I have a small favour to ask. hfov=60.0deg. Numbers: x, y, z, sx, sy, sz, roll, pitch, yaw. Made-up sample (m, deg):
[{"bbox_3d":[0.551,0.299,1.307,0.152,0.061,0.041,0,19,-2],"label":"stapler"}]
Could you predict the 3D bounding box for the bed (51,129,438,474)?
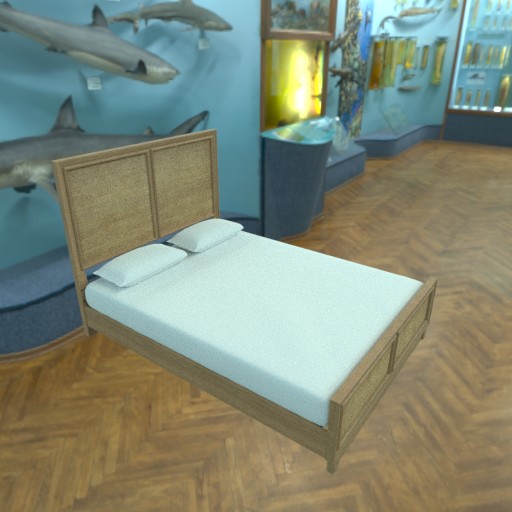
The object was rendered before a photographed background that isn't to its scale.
[{"bbox_3d":[0.000,0.000,3.223,2.184,1.387,1.606,17,30,32],"label":"bed"}]
